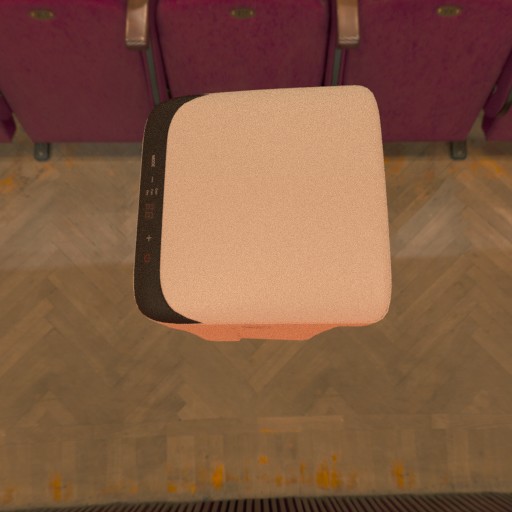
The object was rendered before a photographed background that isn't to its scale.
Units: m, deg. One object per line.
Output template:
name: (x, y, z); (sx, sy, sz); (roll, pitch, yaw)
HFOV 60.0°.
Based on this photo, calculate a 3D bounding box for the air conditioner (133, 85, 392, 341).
air conditioner: (0.000, 0.000, 0.949); (0.369, 0.716, 0.352); (0, 76, 0)
